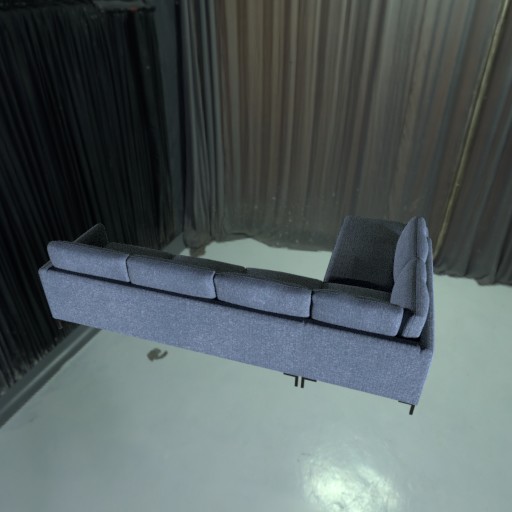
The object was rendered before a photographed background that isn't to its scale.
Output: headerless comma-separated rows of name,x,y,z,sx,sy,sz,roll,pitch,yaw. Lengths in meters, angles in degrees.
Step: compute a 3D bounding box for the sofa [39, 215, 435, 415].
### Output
sofa,0.000,0.000,3.939,2.949,0.815,2.007,10,34,15
